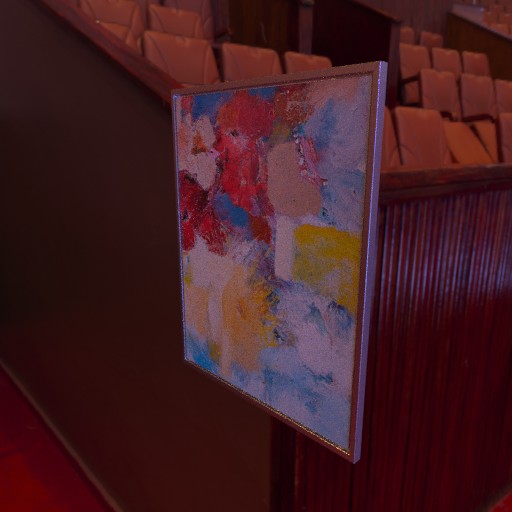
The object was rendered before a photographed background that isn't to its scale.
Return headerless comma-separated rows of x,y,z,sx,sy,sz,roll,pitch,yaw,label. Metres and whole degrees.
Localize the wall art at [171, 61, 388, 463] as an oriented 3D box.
0.000,0.000,1.401,0.030,1.046,0.816,-14,20,-43,wall art
